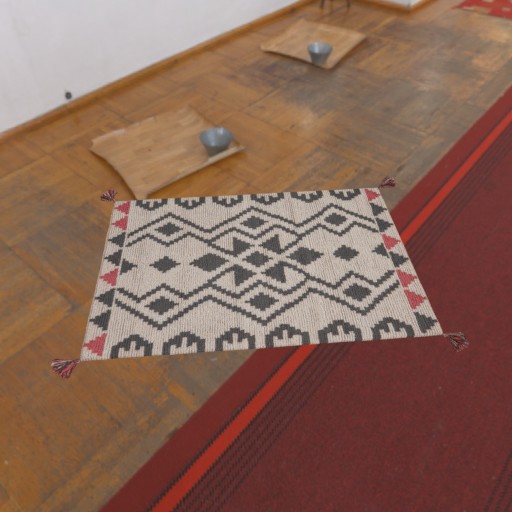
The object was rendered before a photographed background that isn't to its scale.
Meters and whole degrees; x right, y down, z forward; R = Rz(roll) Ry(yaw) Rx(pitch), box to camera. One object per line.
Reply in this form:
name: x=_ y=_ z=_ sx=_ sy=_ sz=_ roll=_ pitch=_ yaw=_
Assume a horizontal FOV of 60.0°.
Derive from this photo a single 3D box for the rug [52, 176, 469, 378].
rug: x=0.000 y=0.000 z=2.626 sx=2.069 sy=0.067 sz=1.444 roll=-3 pitch=46 yaw=-3
